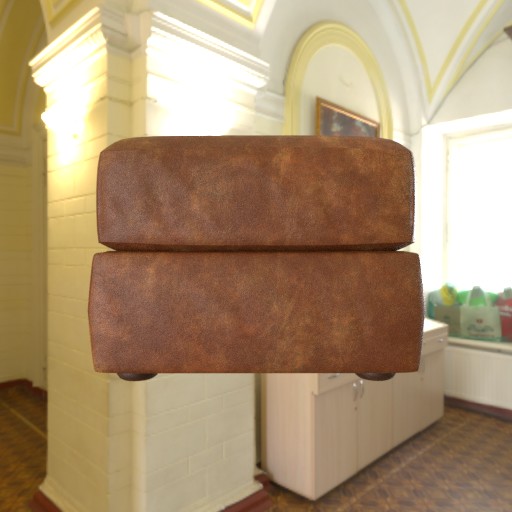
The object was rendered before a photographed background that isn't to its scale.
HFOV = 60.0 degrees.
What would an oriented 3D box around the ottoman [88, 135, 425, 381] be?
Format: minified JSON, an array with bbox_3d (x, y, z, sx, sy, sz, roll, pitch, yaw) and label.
[{"bbox_3d":[0.000,0.000,1.140,0.603,0.476,0.751,0,0,0],"label":"ottoman"}]
